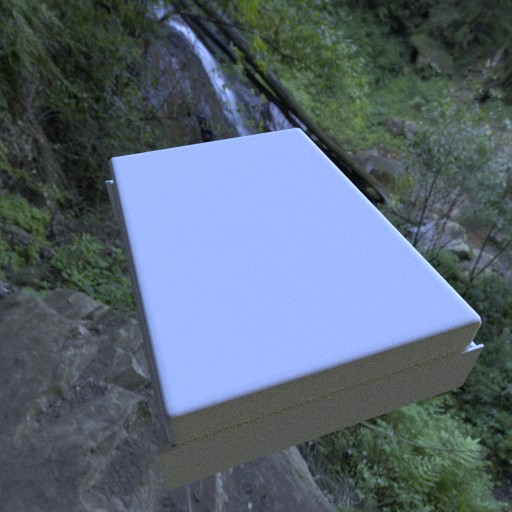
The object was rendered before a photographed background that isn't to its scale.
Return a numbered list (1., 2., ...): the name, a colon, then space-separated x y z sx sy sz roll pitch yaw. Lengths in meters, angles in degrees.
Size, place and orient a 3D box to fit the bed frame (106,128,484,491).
1. bed frame: 0.000 0.000 2.503 1.445 0.497 1.945 -13 43 -14
